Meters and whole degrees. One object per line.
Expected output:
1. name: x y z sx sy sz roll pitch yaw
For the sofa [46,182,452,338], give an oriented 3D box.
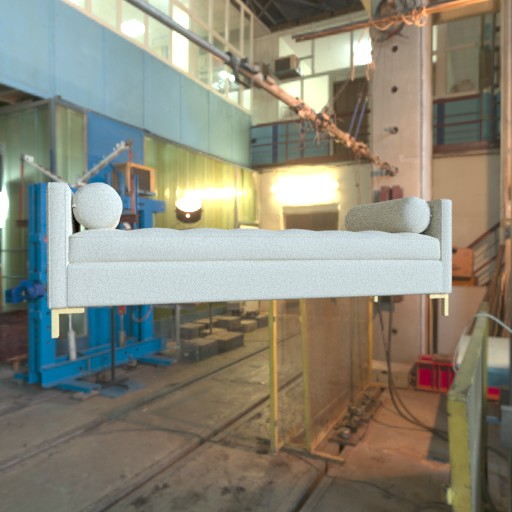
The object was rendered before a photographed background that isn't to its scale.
1. sofa: 0.000 0.000 2.400 1.985 0.641 0.746 0 1 -18
